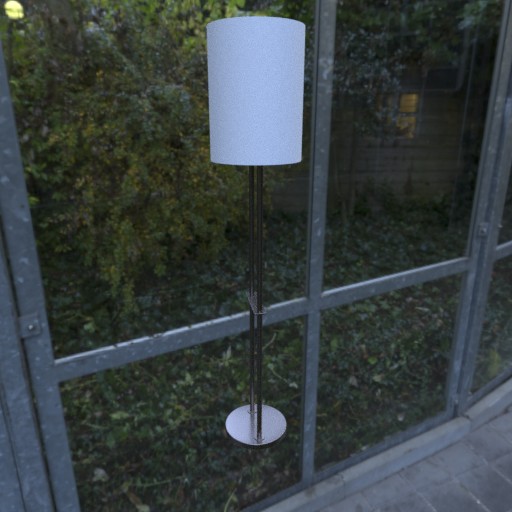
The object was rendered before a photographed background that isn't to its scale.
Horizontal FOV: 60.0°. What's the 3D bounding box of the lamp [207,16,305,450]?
[{"bbox_3d":[0.000,0.000,1.609,0.305,1.500,0.306,-3,18,-10],"label":"lamp"}]
